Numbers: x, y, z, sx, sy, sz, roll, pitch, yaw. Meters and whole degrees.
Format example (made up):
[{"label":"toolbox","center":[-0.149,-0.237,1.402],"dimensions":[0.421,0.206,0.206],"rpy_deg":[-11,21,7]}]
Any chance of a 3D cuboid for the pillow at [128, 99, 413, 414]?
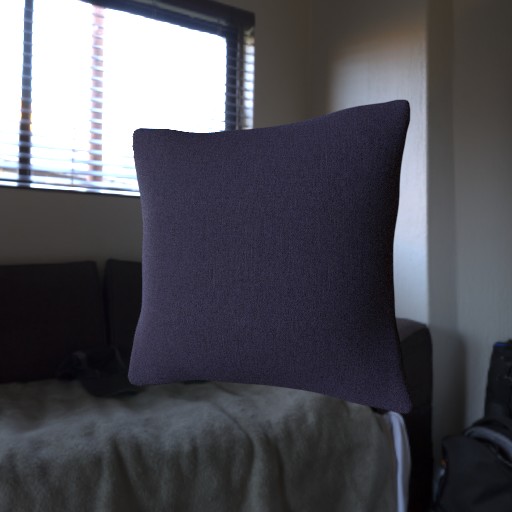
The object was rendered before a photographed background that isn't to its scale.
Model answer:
[{"label":"pillow","center":[0.000,0.000,0.655],"dimensions":[0.437,0.419,0.136],"rpy_deg":[0,0,19]}]
